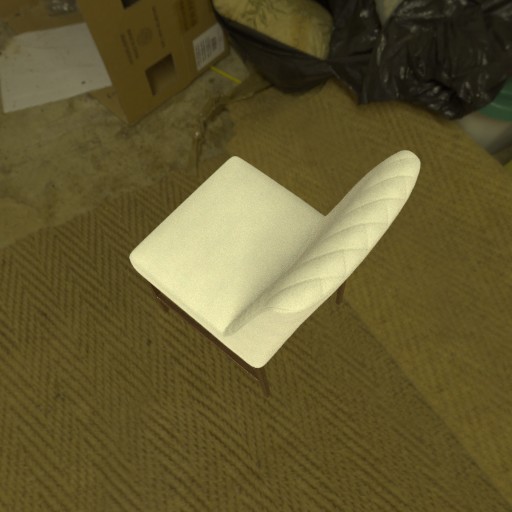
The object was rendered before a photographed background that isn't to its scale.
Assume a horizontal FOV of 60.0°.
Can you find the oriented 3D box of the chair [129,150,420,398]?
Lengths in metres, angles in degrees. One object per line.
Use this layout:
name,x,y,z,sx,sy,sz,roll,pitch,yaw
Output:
chair,0.000,0.000,1.325,0.597,0.933,0.503,36,69,16
